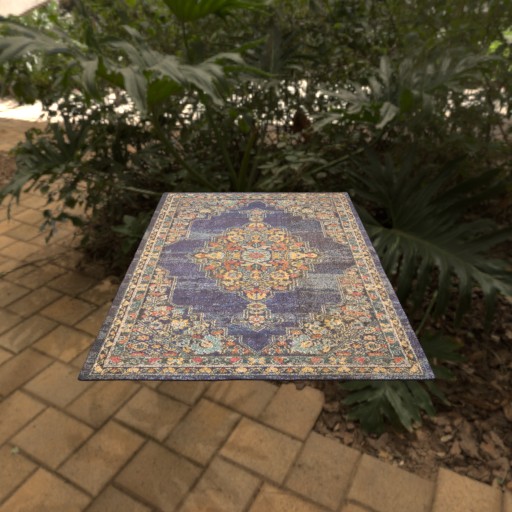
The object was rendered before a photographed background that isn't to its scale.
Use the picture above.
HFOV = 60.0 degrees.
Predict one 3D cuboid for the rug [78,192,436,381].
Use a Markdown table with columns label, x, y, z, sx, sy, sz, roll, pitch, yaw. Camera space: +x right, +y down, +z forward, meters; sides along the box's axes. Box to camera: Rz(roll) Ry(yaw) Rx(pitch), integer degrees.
| label | x | y | z | sx | sy | sz | roll | pitch | yaw |
| --- | --- | --- | --- | --- | --- | --- | --- | --- | --- |
| rug | 0.000 | 0.000 | 2.956 | 1.630 | 0.009 | 2.232 | 0 | 30 | 0 |
